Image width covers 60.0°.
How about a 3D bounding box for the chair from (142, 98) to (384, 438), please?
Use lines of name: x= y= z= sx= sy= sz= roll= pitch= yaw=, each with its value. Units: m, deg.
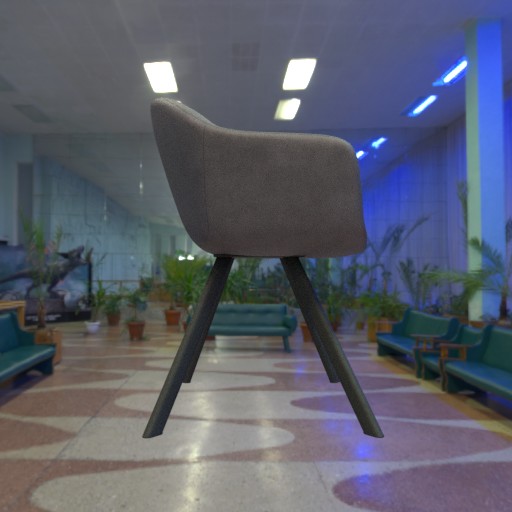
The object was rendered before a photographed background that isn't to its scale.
chair: x=0.000 y=0.000 z=1.184 sx=0.544 sy=0.781 sz=0.567 roll=0 pitch=-1 yaw=0
